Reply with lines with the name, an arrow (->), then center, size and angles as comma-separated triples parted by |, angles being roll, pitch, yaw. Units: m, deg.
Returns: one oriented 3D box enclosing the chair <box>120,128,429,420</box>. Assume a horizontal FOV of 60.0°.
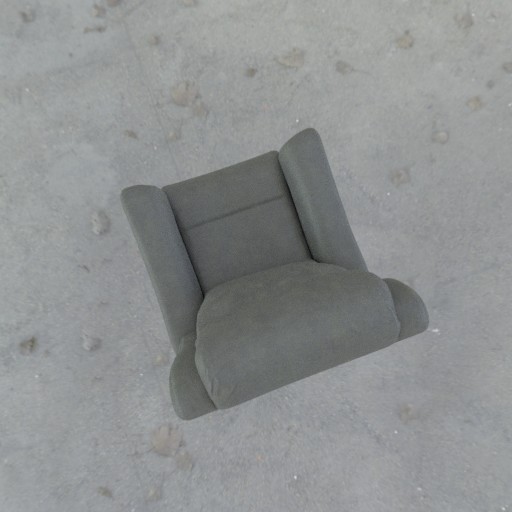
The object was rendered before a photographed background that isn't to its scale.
chair -> 0.000, 0.000, 1.944 | 0.967, 1.116, 1.068 | -19, 76, -5
